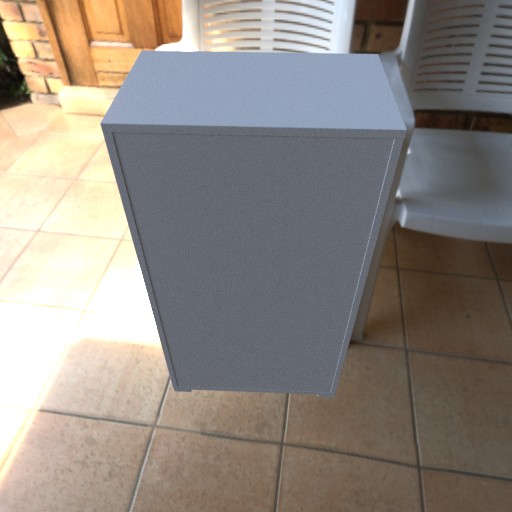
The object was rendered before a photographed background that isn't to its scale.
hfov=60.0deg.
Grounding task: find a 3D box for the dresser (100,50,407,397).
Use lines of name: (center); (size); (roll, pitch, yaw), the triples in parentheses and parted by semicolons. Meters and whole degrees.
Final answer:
dresser: (0.000, 0.000, 1.501); (0.650, 1.190, 0.400); (2, 46, 2)
